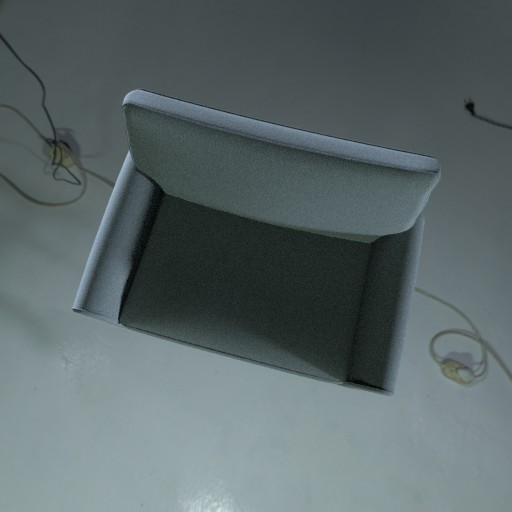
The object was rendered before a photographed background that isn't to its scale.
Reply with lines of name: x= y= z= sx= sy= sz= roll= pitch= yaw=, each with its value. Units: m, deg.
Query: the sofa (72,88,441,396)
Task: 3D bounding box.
sofa: x=0.000 y=0.000 z=2.043 sx=1.410 sy=0.953 sz=0.940 roll=14 pitch=76 yaw=4
